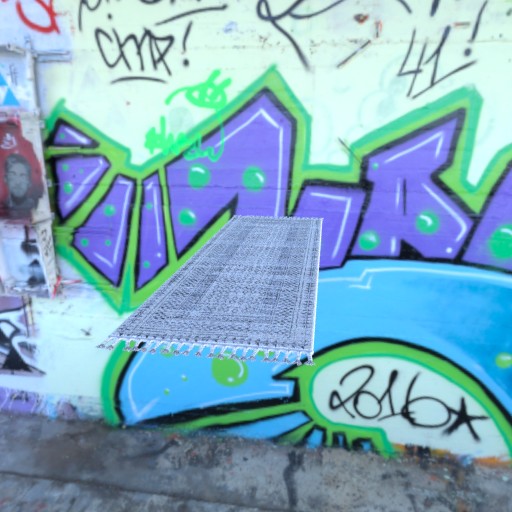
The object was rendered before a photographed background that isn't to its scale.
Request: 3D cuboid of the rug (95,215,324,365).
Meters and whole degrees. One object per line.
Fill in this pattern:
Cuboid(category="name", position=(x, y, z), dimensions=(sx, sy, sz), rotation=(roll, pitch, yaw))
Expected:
Cuboid(category="rug", position=(0.000, 0.000, 2.686), dimensions=(0.786, 0.013, 2.480), rotation=(3, 17, 9))
